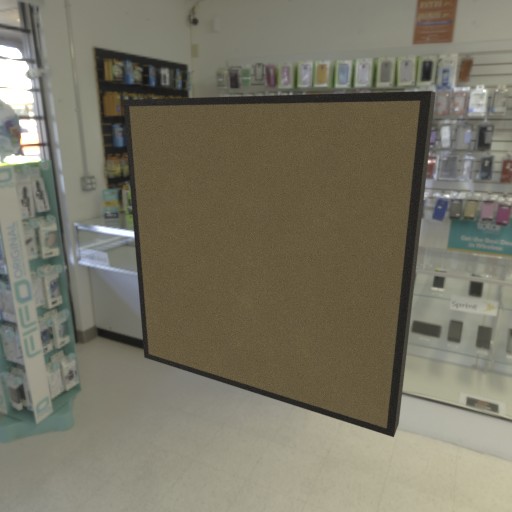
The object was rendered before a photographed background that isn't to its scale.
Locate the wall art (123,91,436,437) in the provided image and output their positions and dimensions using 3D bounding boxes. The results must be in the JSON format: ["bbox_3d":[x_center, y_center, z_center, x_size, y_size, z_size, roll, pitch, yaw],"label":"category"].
[{"bbox_3d":[0.000,0.000,0.748,0.509,0.507,0.037,9,19,27],"label":"wall art"}]
